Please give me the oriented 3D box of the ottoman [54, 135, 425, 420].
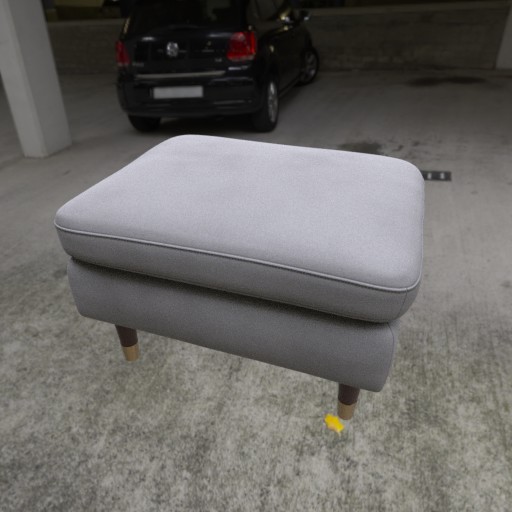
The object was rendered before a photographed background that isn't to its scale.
[{"bbox_3d":[0.000,0.000,1.117,0.747,0.478,0.593,10,34,16],"label":"ottoman"}]
